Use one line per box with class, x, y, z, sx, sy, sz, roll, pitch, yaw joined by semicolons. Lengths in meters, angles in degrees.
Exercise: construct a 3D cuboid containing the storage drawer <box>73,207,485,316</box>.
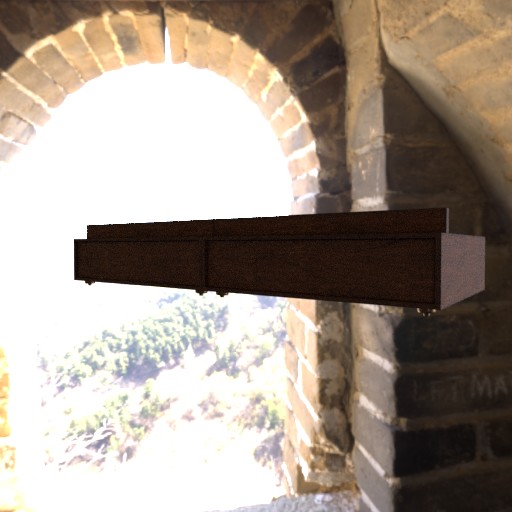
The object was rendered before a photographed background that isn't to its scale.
storage drawer;0.000;0.000;2.183;1.914;0.339;0.774;1;2;36
